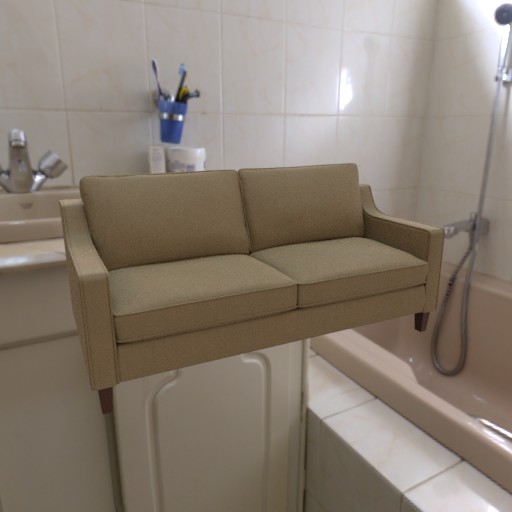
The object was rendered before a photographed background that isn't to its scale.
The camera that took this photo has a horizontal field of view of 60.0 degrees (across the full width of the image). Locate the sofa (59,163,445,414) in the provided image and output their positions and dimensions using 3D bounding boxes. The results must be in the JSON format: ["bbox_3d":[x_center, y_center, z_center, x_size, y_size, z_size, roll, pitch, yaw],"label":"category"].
[{"bbox_3d":[0.000,0.000,2.817,2.178,1.071,1.066,-8,17,-25],"label":"sofa"}]
